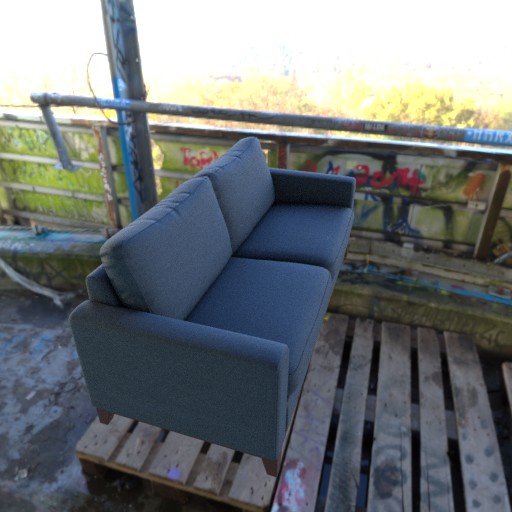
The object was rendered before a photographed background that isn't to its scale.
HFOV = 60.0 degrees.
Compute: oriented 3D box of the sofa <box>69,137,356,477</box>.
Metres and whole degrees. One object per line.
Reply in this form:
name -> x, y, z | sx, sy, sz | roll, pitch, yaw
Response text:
sofa -> 0.000, 0.000, 2.416 | 0.877, 0.865, 1.900 | 10, 32, 16
